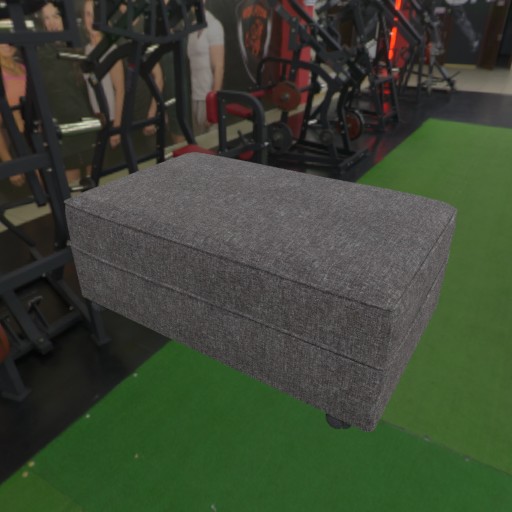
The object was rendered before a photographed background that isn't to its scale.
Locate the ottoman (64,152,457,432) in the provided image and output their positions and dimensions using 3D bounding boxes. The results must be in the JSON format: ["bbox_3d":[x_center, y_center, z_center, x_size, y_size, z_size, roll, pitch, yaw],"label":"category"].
[{"bbox_3d":[0.000,0.000,1.581,1.184,0.487,0.717,18,34,28],"label":"ottoman"}]
